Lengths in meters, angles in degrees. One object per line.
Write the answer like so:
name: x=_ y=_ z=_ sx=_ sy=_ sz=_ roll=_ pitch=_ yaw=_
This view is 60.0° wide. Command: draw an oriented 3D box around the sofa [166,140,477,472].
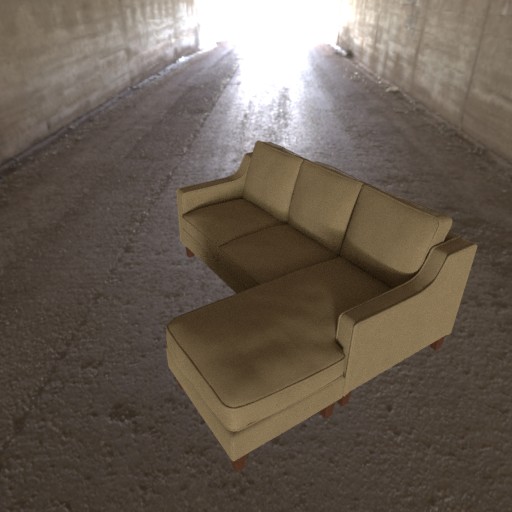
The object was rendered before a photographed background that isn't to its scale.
sofa: x=0.000 y=0.000 z=3.319 sx=1.858 sy=1.066 sz=2.317 roll=-19 pitch=36 yaw=-28
